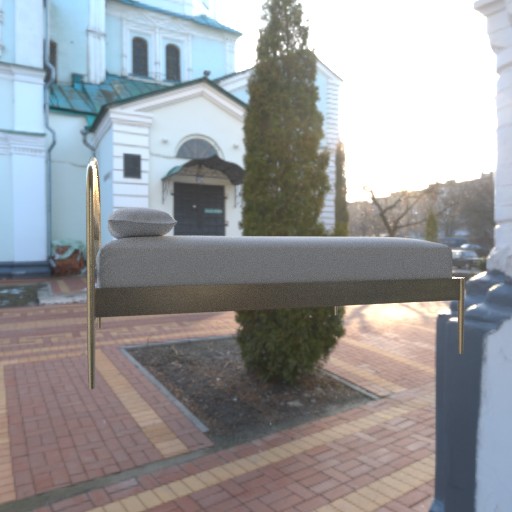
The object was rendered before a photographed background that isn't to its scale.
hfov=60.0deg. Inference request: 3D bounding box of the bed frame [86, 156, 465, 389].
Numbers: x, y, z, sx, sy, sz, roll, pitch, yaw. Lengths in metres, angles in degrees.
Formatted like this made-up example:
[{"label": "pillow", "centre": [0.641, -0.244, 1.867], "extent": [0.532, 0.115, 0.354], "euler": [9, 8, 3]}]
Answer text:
[{"label": "bed frame", "centre": [0.000, 0.000, 3.114], "extent": [2.152, 1.175, 1.612], "euler": [0, 1, -18]}]
